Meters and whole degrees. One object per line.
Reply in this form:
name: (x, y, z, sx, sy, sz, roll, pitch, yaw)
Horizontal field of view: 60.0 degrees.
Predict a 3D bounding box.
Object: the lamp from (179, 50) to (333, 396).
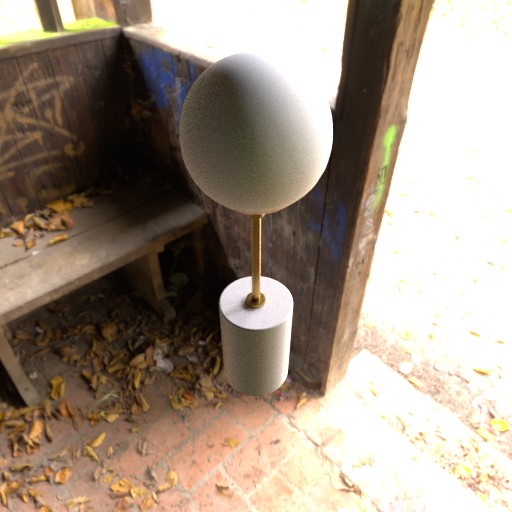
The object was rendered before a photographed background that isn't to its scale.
lamp: (0.000, 0.000, 0.555, 0.153, 0.480, 0.153, 0, 41, 0)
